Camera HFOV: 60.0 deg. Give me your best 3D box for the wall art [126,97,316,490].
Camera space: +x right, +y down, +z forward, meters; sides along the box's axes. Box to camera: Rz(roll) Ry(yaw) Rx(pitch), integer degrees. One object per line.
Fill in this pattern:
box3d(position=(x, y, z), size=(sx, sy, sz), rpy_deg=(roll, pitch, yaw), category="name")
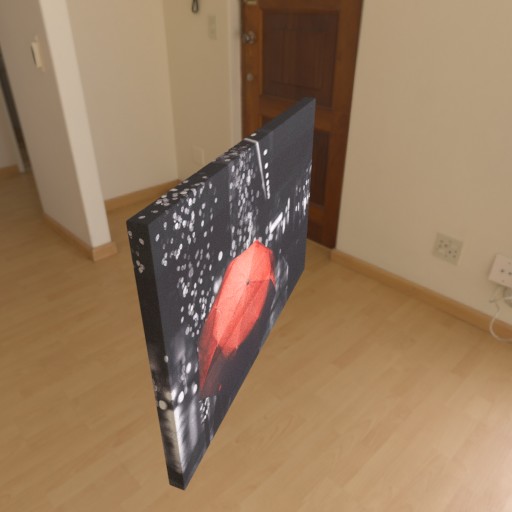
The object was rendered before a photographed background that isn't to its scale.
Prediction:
box3d(position=(0.000, 0.000, 1.127), size=(0.038, 0.609, 0.914), rpy_deg=(11, 32, 18), category="wall art")
